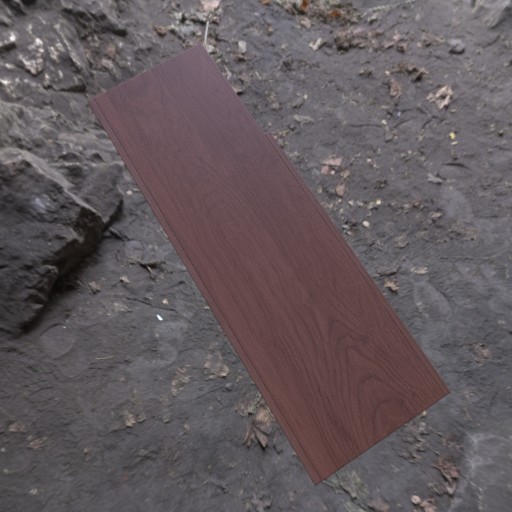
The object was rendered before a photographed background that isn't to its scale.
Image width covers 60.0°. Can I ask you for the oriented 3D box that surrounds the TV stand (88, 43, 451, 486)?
[{"bbox_3d":[0.000,0.000,1.431,0.415,0.500,1.200,-31,78,-8],"label":"TV stand"}]
